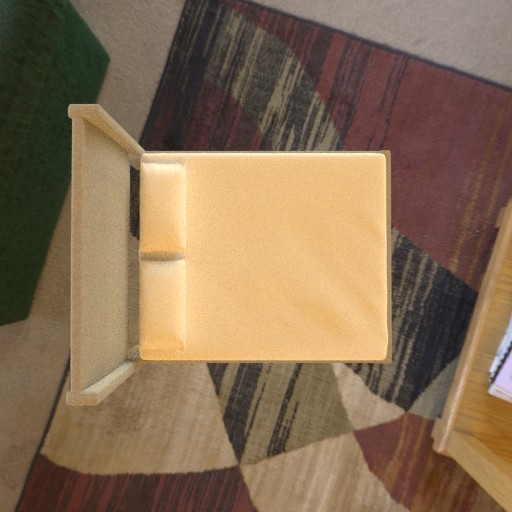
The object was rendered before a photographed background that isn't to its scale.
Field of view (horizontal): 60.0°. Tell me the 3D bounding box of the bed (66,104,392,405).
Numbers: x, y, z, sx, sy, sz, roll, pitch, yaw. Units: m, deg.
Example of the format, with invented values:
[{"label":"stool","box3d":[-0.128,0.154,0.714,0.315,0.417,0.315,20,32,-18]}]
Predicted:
[{"label":"bed","box3d":[0.000,0.000,3.336,2.222,1.491,1.774,0,89,0]}]
